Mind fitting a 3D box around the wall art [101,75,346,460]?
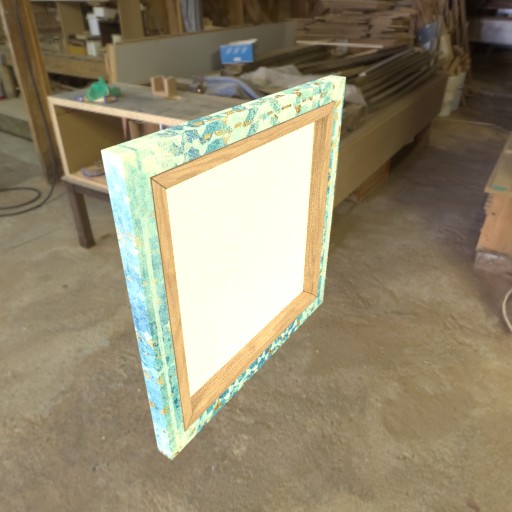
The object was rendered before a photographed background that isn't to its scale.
[{"bbox_3d":[0.000,0.000,0.912,0.040,0.609,0.609,21,38,30],"label":"wall art"}]
